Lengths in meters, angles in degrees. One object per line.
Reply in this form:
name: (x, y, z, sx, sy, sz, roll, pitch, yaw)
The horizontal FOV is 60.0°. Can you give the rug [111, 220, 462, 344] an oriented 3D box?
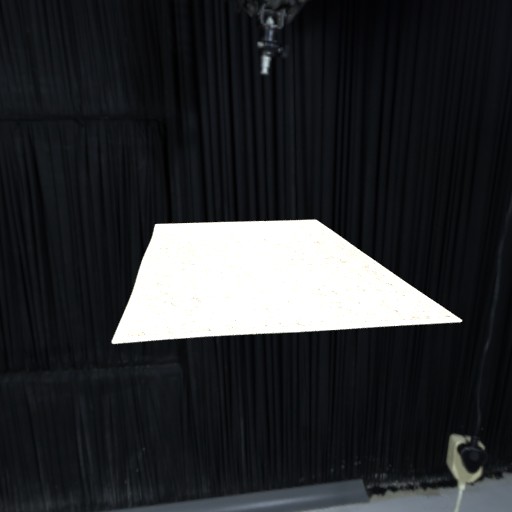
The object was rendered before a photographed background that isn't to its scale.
rug: (0.000, 0.000, 3.042, 1.529, 0.012, 2.435, -2, 16, -8)
